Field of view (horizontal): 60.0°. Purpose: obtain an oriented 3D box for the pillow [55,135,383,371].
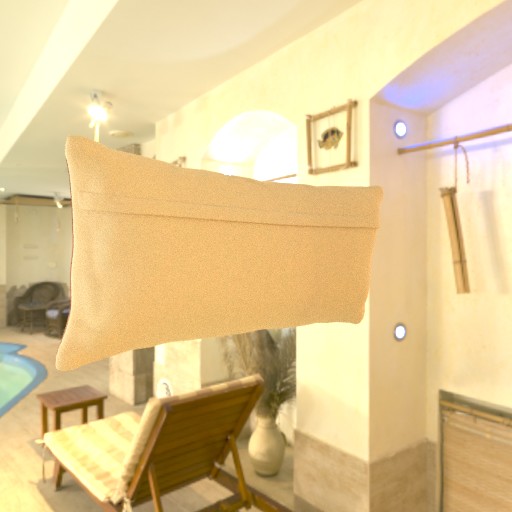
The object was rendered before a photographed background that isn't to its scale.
[{"bbox_3d":[0.000,0.000,0.730,0.609,0.292,0.155,0,0,-38],"label":"pillow"}]
